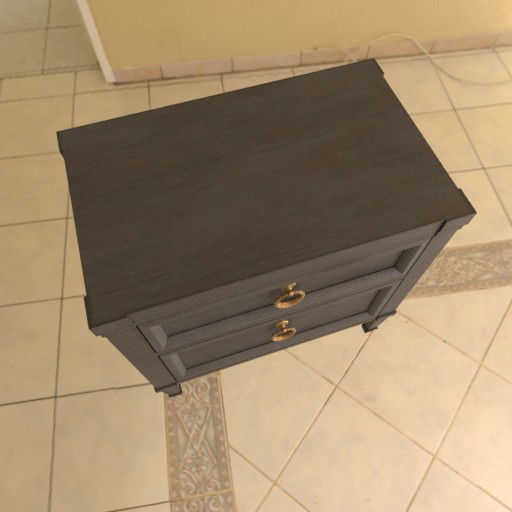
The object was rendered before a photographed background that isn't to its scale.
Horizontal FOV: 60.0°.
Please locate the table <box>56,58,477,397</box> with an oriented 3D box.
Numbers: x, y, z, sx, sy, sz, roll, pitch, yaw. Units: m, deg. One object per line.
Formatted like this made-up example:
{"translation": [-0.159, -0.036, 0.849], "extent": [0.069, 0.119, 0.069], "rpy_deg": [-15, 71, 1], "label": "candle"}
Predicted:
{"translation": [0.000, 0.000, 1.086], "extent": [0.660, 0.660, 0.413], "rpy_deg": [-16, 63, -8], "label": "table"}
